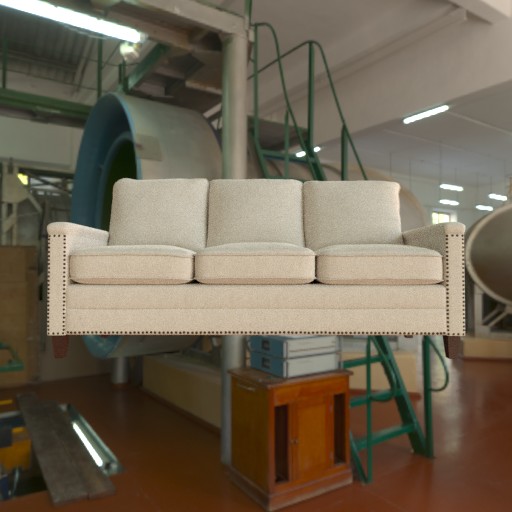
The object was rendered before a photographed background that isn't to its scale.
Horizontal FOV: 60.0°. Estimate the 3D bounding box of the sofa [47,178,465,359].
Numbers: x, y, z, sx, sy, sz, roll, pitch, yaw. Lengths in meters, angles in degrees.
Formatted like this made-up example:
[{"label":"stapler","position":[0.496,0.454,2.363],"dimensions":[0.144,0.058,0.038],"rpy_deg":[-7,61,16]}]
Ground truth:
[{"label":"sofa","position":[0.000,0.000,2.414],"dimensions":[1.925,0.961,0.828],"rpy_deg":[0,-1,1]}]
